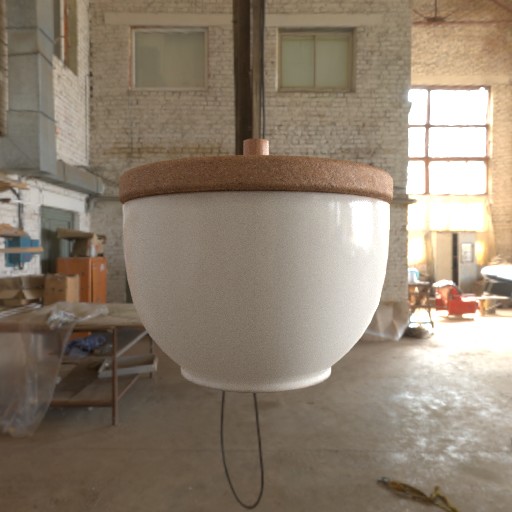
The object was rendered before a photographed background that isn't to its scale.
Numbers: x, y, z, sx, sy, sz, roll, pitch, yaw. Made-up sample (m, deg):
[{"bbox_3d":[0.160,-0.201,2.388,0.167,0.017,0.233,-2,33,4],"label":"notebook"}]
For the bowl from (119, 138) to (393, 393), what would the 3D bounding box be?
[{"bbox_3d":[0.000,0.000,0.214,0.126,0.110,0.126,0,1,0],"label":"bowl"}]
